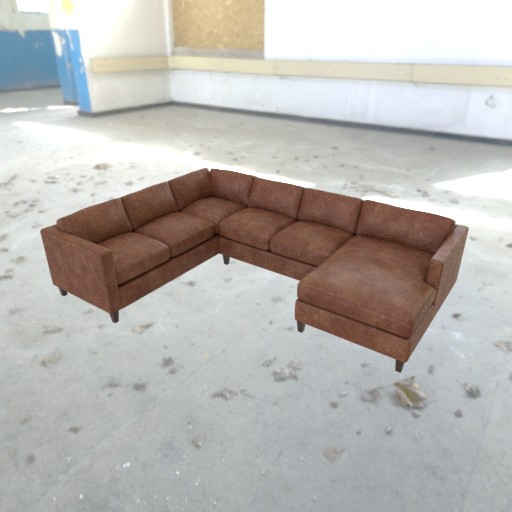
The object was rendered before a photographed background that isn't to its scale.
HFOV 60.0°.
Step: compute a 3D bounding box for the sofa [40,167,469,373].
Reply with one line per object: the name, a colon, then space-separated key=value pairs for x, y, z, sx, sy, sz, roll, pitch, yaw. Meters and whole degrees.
sofa: x=0.000 y=0.000 z=4.378 sx=3.324 sy=0.888 sz=2.452 roll=18 pitch=32 yaw=31
